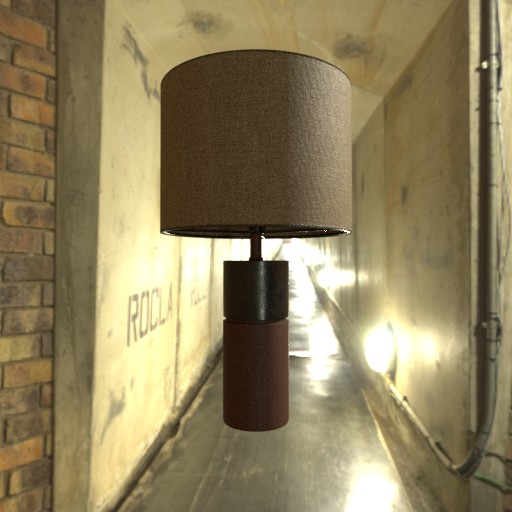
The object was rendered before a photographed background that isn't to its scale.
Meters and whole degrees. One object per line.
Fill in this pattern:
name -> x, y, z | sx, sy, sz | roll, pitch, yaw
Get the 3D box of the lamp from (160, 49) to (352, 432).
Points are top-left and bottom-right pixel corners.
lamp -> 0.000, 0.000, 0.476 | 0.202, 0.350, 0.202 | 0, -1, 0
